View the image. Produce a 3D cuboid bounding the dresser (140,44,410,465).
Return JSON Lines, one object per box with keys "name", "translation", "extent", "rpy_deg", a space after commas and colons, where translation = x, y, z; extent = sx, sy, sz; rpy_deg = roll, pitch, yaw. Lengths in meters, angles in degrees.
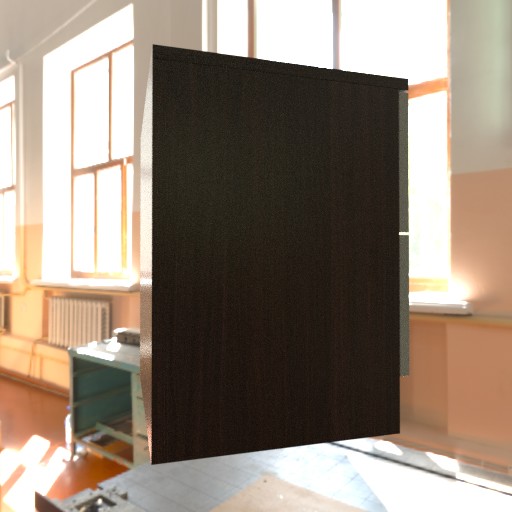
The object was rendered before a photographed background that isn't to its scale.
{"name": "dresser", "translation": [0.000, 0.000, 0.737], "extent": [0.360, 0.470, 0.400], "rpy_deg": [0, -1, -16]}
